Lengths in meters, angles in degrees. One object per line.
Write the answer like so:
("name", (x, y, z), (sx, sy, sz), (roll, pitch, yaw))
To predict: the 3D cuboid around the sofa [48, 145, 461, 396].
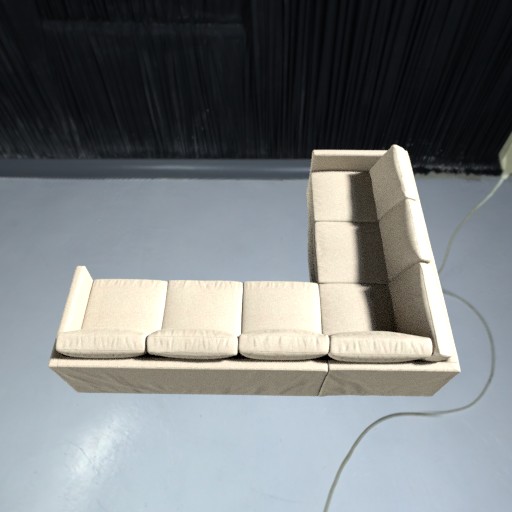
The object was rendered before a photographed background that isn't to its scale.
("sofa", (0.000, 0.000, 4.257), (3.182, 0.871, 2.432), (1, 56, 1))
